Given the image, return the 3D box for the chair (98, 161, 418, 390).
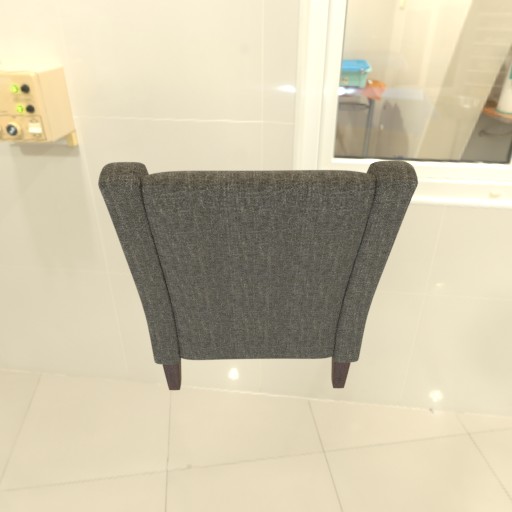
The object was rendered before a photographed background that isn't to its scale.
[{"bbox_3d":[0.000,0.000,1.713,0.793,1.012,0.944,0,30,-1],"label":"chair"}]
